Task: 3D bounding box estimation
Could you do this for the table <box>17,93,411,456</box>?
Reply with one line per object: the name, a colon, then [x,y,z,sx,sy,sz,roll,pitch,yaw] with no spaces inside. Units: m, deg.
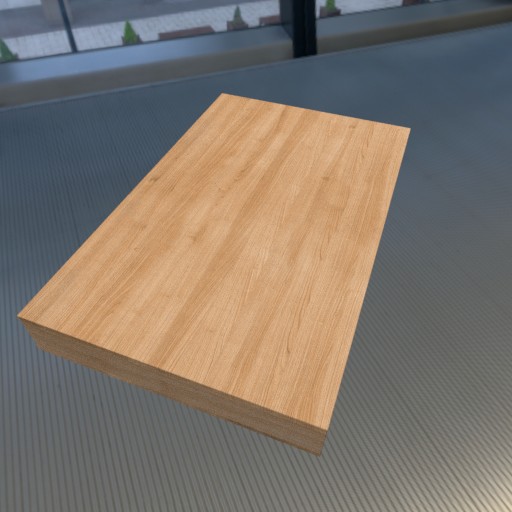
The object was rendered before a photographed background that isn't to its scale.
table: [0.000,0.000,1.395,0.700,0.440,1.100,16,49,14]
